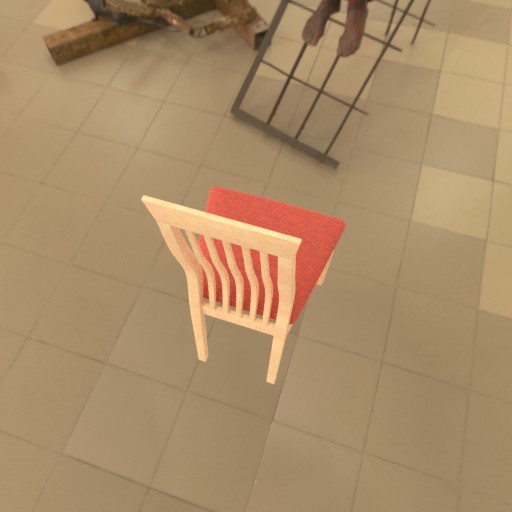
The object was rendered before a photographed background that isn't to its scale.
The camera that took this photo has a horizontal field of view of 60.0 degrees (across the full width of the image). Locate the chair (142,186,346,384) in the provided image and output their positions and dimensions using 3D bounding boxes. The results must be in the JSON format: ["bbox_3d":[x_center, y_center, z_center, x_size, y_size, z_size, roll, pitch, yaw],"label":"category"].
[{"bbox_3d":[0.000,0.000,1.299,0.460,1.027,0.474,16,64,8],"label":"chair"}]
